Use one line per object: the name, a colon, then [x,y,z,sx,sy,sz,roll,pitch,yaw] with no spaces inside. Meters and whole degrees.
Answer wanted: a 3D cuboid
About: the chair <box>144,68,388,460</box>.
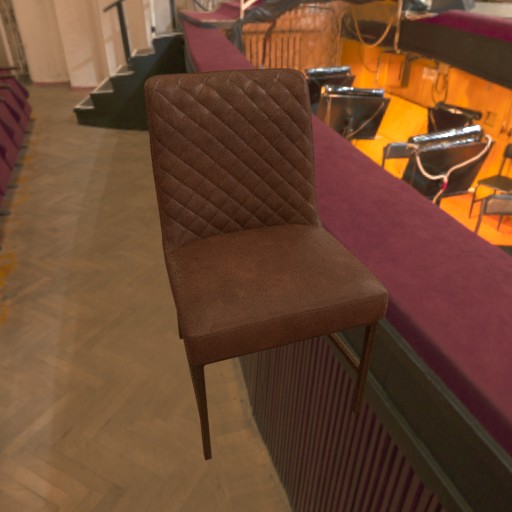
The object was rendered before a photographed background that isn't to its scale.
chair: [0.000,0.000,1.245,0.508,0.889,0.587,-10,34,-16]
